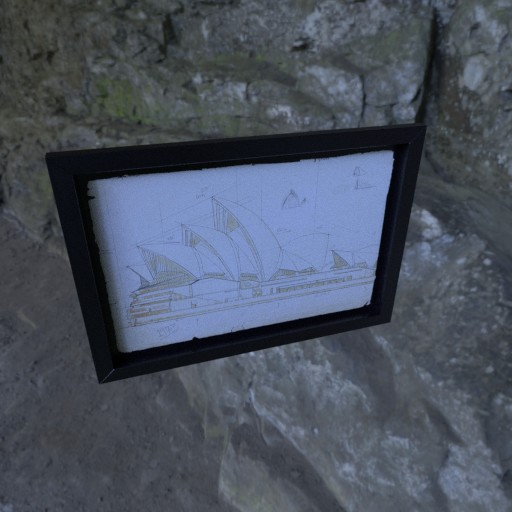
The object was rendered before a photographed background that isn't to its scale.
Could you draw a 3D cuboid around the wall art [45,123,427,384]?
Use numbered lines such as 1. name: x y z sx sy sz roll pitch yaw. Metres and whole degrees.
1. wall art: 0.000 0.000 0.858 0.657 0.458 0.027 -9 31 -15
